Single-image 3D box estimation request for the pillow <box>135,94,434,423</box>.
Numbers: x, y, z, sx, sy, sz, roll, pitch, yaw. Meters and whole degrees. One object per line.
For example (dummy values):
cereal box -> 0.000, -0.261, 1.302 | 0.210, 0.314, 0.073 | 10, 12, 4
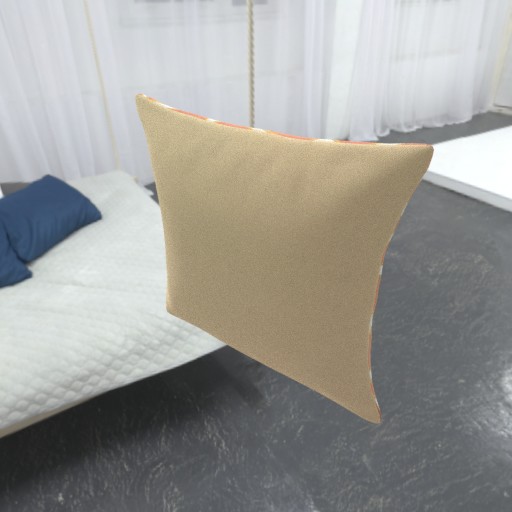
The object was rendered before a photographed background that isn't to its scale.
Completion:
pillow -> 0.000, 0.000, 0.809 | 0.552, 0.508, 0.166 | 21, 36, 32
